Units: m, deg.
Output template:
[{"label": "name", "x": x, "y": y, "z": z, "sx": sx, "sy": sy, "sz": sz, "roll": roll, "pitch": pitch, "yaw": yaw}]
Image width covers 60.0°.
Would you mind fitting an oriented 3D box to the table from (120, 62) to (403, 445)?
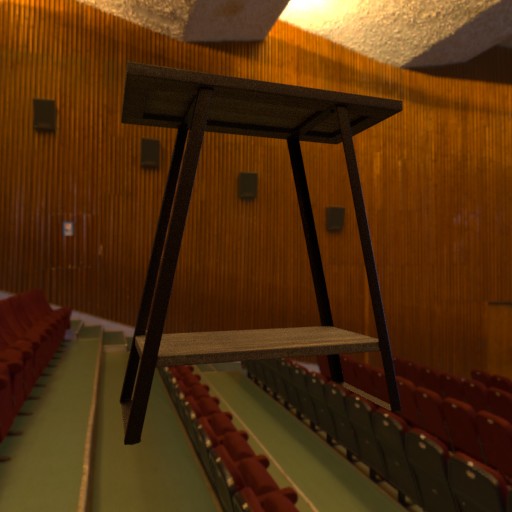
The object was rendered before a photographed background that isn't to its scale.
[{"label": "table", "x": 0.000, "y": 0.000, "z": 1.039, "sx": 0.599, "sy": 0.701, "sz": 0.300, "roll": 0, "pitch": -1, "yaw": -19}]
